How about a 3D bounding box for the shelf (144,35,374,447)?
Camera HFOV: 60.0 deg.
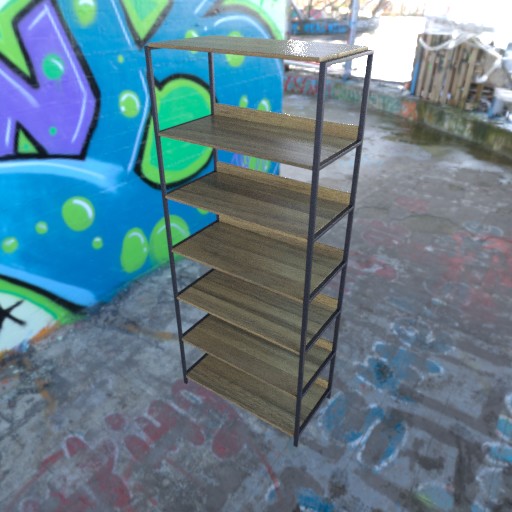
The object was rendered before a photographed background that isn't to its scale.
[{"bbox_3d":[0.000,0.000,2.326,0.847,2.015,0.431,19,36,29],"label":"shelf"}]
